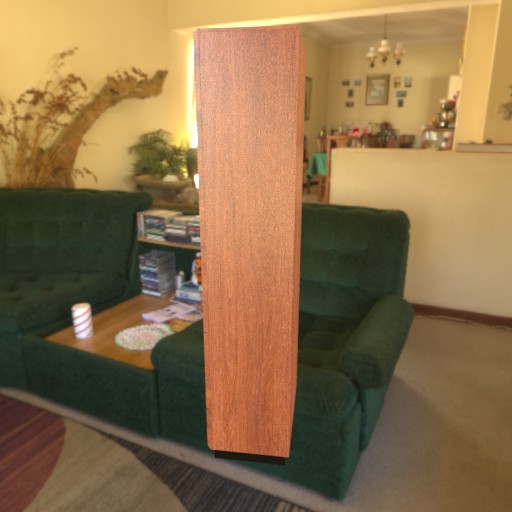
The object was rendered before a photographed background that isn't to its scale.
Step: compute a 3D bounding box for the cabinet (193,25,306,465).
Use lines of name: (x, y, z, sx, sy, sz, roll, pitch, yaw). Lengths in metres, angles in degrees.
cabinet: (0.000, 0.000, 2.254, 0.420, 1.980, 0.660, 2, 16, 8)
